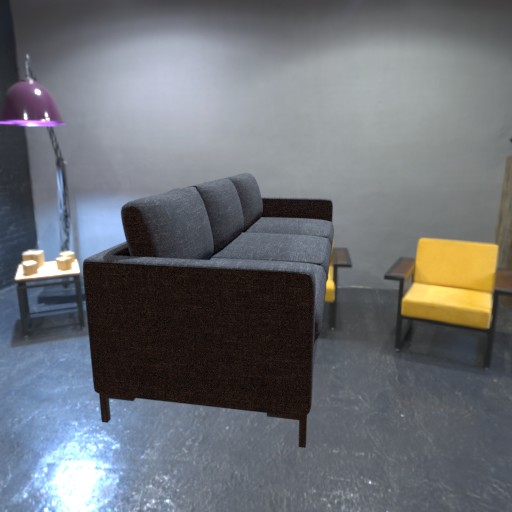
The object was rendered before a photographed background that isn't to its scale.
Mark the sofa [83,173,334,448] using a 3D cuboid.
[{"bbox_3d":[0.000,0.000,2.610,0.859,0.874,2.218,3,14,11],"label":"sofa"}]
